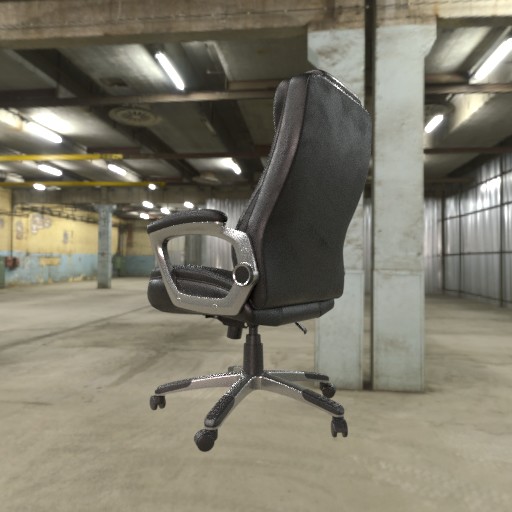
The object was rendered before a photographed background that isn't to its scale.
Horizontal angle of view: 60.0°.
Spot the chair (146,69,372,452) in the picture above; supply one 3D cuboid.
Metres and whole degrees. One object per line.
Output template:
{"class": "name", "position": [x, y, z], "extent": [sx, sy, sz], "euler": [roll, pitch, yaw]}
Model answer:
{"class": "chair", "position": [0.000, 0.000, 1.517], "extent": [0.689, 1.075, 0.697], "euler": [-1, -2, 35]}
